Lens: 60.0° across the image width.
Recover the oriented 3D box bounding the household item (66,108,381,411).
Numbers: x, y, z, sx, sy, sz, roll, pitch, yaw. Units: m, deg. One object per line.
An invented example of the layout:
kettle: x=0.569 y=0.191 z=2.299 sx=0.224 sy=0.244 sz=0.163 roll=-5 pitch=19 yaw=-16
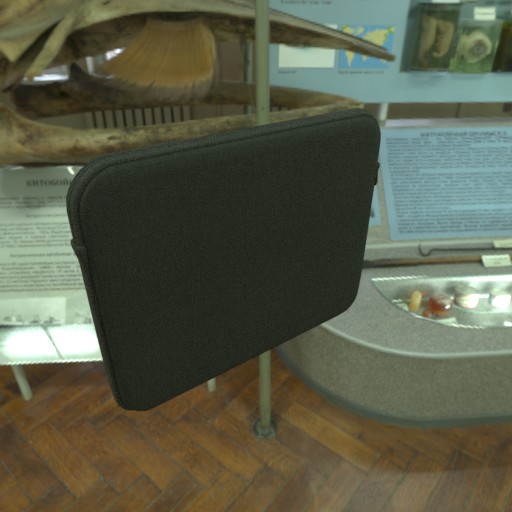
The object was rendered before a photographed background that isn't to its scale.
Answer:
household item: x=0.000 y=0.000 z=0.528 sx=0.396 sy=0.305 sz=0.030 roll=-20 pitch=36 yaw=-30
